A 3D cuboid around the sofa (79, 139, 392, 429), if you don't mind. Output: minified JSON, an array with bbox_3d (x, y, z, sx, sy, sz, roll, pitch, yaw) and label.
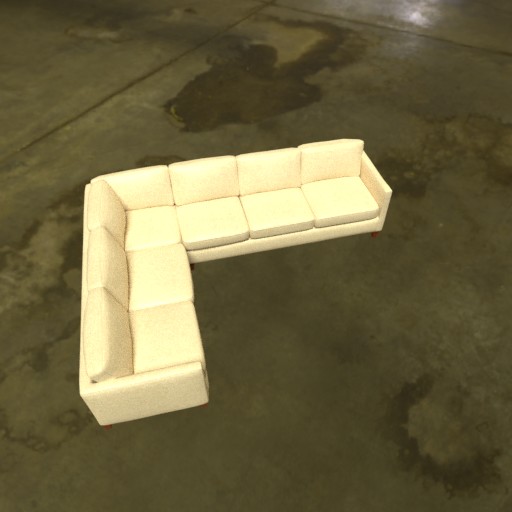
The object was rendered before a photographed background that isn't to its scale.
[{"bbox_3d":[0.000,0.000,4.510,3.302,0.947,2.593,-10,48,-9],"label":"sofa"}]
